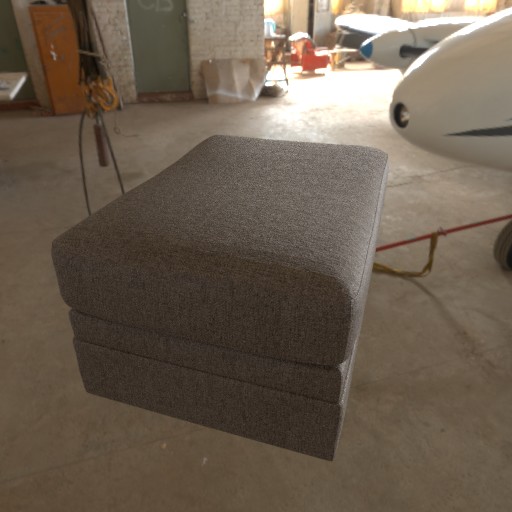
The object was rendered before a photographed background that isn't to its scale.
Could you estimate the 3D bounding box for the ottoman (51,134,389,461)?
[{"bbox_3d":[0.000,0.000,1.240,0.637,0.478,0.885,9,32,15],"label":"ottoman"}]
